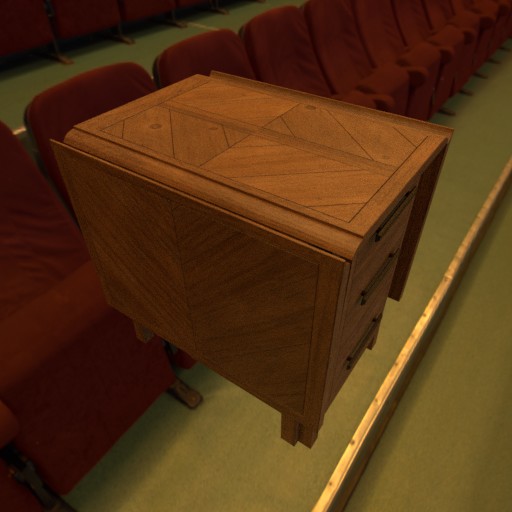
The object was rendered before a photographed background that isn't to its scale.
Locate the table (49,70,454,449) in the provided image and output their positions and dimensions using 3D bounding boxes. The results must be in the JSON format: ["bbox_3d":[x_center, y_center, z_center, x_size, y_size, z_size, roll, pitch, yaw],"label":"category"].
[{"bbox_3d":[0.000,0.000,1.279,0.746,0.763,0.591,24,46,26],"label":"table"}]
